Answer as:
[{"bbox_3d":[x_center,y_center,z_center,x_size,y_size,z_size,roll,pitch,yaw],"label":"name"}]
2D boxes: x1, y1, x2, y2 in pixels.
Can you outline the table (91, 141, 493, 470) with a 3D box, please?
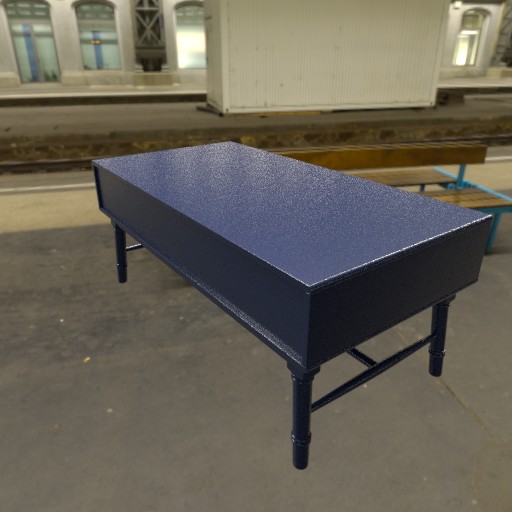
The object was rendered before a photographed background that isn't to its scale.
[{"bbox_3d":[0.000,0.000,1.330,0.572,0.457,1.067,-17,30,-32],"label":"table"}]
